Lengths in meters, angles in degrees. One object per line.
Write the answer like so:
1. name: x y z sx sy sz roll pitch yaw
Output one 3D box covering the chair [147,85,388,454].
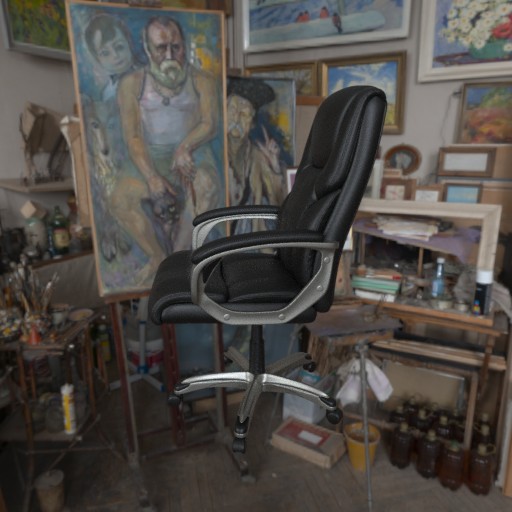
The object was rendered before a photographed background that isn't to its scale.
1. chair: 0.000 0.000 1.599 0.739 1.155 0.663 -2 14 -7
